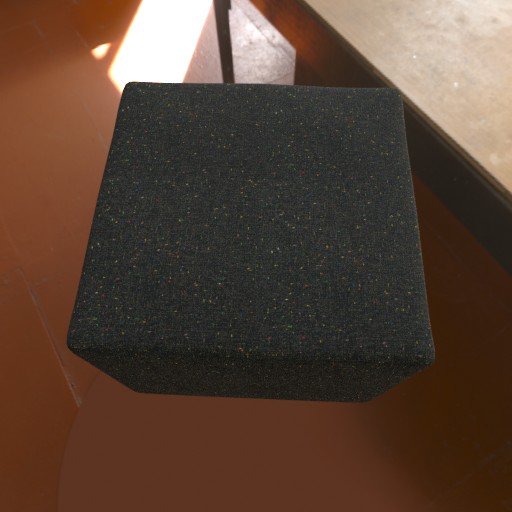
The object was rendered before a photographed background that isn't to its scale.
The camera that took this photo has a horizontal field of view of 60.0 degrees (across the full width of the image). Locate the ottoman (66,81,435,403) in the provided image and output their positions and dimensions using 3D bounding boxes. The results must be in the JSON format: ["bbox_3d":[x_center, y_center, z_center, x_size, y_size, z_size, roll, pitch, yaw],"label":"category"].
[{"bbox_3d":[0.000,0.000,0.867,0.508,0.432,0.508,2,64,1],"label":"ottoman"}]
